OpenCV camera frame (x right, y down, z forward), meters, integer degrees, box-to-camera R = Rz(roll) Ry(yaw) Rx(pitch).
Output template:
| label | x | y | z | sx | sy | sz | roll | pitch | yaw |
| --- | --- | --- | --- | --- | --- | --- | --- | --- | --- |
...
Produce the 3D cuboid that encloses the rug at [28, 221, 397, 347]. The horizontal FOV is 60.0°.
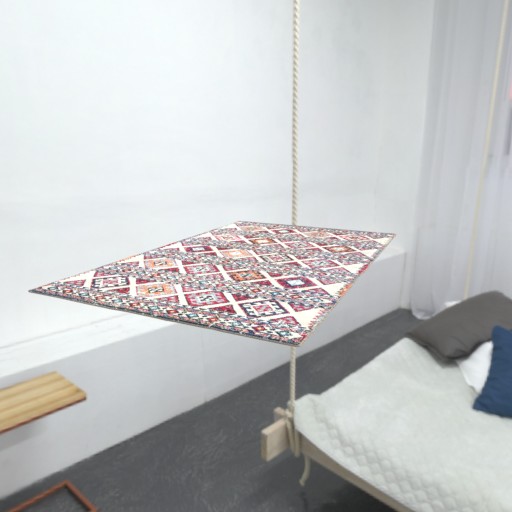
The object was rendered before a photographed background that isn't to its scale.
| label | x | y | z | sx | sy | sz | roll | pitch | yaw |
| --- | --- | --- | --- | --- | --- | --- | --- | --- | --- |
| rug | 0.000 | 0.000 | 3.096 | 1.545 | 0.010 | 2.440 | 7 | 16 | 25 |
